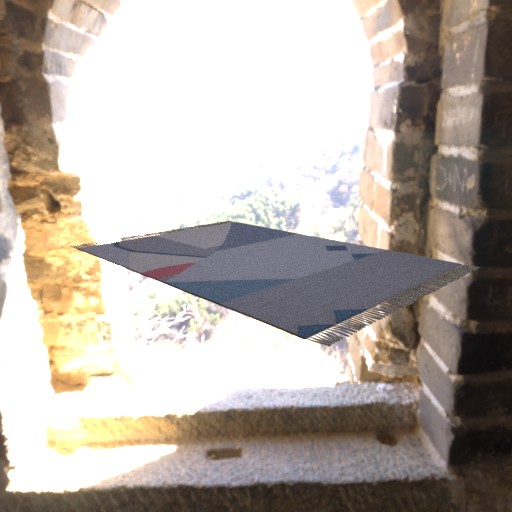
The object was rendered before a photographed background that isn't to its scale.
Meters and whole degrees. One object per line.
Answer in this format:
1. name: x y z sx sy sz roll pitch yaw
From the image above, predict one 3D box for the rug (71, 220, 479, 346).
1. rug: 0.000 0.000 2.340 1.220 0.005 1.828 -14 20 -43
